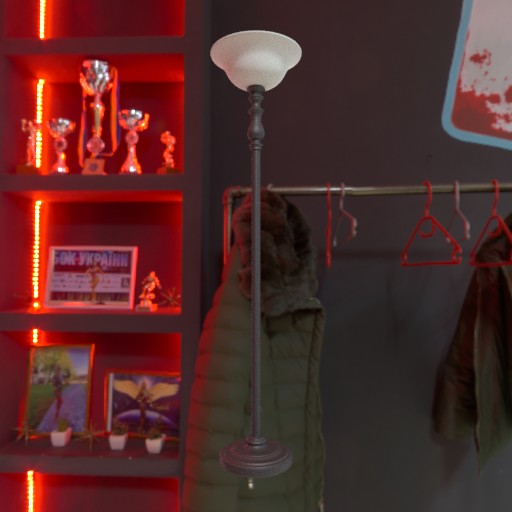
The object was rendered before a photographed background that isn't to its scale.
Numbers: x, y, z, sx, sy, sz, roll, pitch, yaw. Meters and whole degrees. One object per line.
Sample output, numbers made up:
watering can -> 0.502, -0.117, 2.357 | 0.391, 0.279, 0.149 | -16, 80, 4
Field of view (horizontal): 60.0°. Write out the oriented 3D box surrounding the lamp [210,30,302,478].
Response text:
lamp -> 0.000, 0.000, 1.950 | 0.405, 1.797, 0.405 | -1, -2, 36
